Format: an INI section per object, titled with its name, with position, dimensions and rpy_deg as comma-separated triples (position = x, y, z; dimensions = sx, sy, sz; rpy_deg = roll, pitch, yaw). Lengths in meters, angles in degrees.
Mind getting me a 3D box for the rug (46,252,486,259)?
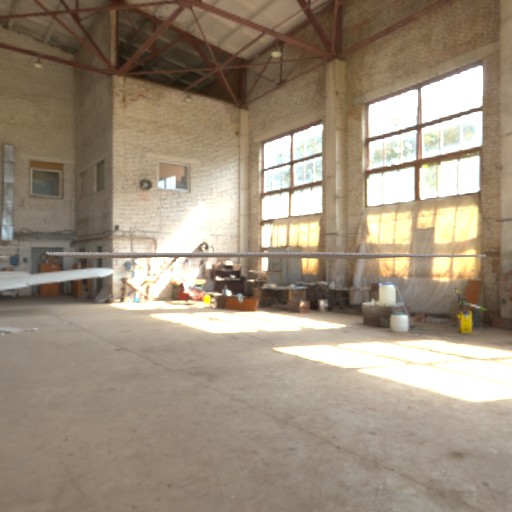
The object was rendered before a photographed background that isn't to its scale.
[rug]
position = 0.000, 0.000, 2.282
dimensions = 1.804, 0.022, 1.162
rpy_deg = 0, -1, -16
